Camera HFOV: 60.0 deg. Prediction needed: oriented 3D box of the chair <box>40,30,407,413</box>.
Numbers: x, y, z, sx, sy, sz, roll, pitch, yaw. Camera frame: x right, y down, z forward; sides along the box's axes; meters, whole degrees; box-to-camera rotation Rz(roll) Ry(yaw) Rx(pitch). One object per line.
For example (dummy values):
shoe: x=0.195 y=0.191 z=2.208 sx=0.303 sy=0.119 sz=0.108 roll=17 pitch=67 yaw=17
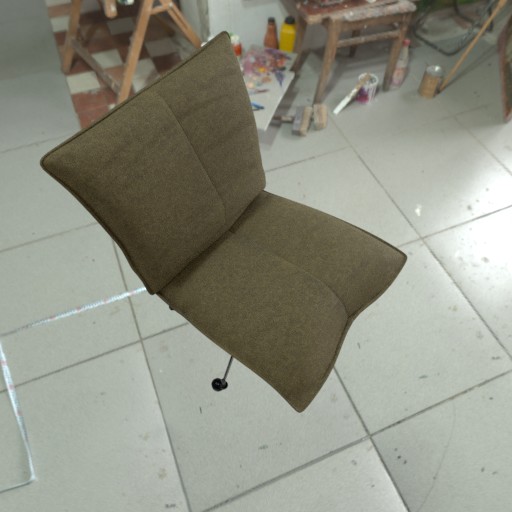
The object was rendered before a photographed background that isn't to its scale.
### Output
chair: x=0.000 y=0.000 z=1.245 sx=0.696 sy=0.811 sz=0.597 roll=33 pitch=63 yaw=20
